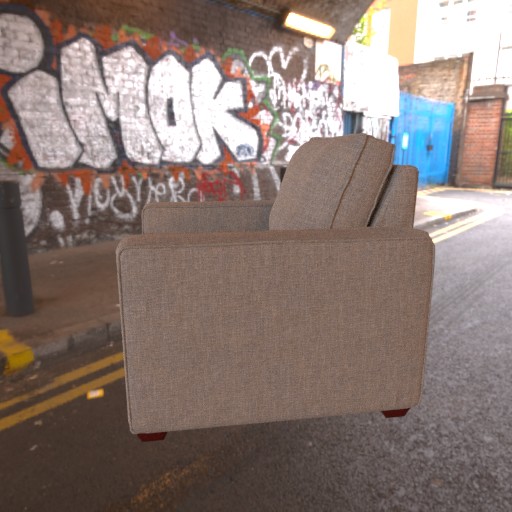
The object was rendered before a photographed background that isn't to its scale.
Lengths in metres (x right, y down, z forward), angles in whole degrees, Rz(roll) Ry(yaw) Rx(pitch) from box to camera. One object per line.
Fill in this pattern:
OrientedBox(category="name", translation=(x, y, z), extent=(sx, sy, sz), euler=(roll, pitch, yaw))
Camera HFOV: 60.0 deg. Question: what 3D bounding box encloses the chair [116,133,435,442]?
OrientedBox(category="chair", translation=(0.000, 0.000, 1.729), extent=(0.940, 0.914, 1.016), euler=(-2, 13, -9))
